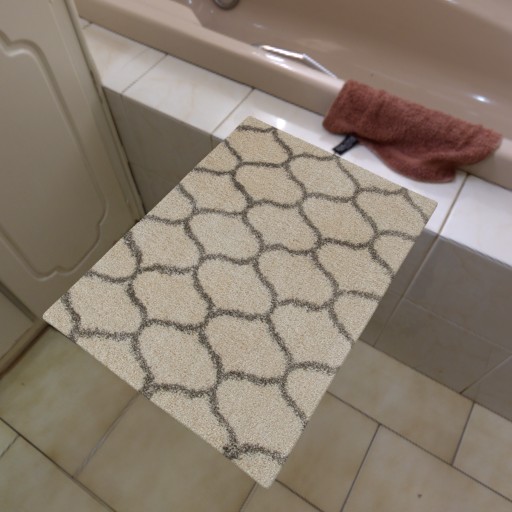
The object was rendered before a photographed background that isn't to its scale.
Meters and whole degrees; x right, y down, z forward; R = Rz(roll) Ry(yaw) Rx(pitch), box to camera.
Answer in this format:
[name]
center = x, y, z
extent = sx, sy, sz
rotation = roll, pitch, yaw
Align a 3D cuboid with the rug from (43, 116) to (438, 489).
[rug]
center = 0.000, 0.000, 2.125
extent = 1.200, 0.025, 1.600
rotation = 30, 62, 18
